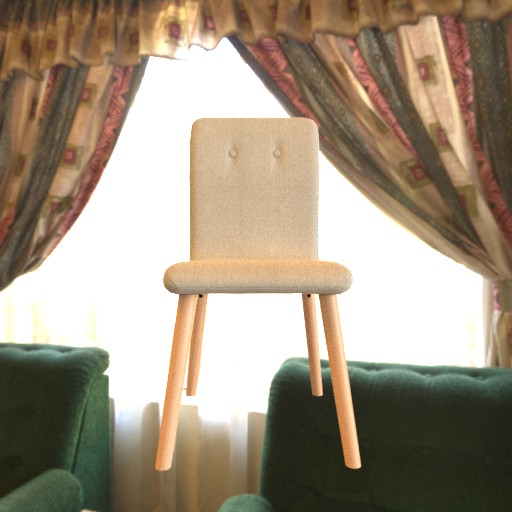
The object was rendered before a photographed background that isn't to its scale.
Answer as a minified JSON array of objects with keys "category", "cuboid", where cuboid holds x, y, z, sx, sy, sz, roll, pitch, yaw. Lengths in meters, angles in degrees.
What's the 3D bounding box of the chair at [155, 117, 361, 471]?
[{"category":"chair","cuboid":[0.000,0.000,1.186,0.435,0.885,0.550,0,0,-1]}]
